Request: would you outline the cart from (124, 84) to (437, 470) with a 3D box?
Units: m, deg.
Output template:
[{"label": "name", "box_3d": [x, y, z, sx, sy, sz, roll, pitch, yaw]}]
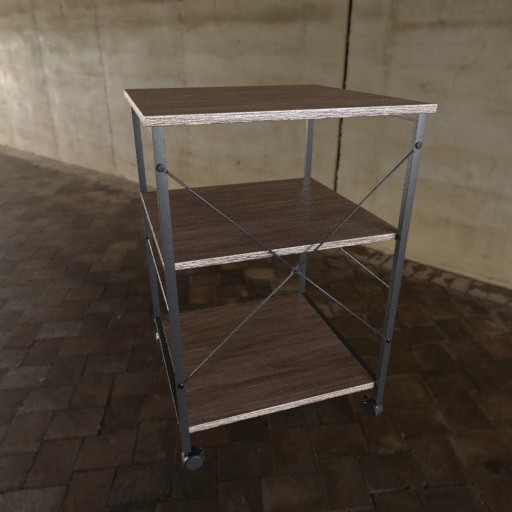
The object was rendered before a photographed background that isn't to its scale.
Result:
[{"label": "cart", "box_3d": [0.000, 0.000, 1.114, 0.521, 0.762, 0.520, -8, 26, -17]}]
